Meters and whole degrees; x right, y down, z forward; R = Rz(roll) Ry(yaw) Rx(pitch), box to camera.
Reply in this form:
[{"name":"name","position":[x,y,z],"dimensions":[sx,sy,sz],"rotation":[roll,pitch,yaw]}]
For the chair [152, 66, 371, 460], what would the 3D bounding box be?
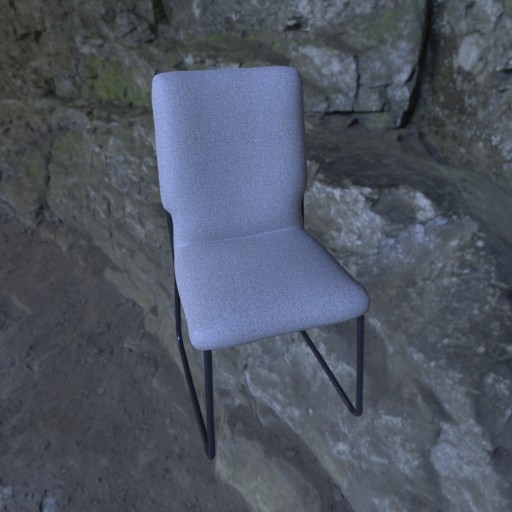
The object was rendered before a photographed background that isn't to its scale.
[{"name":"chair","position":[0.000,0.000,1.183],"dimensions":[0.448,0.864,0.560],"rotation":[-10,33,-16]}]
